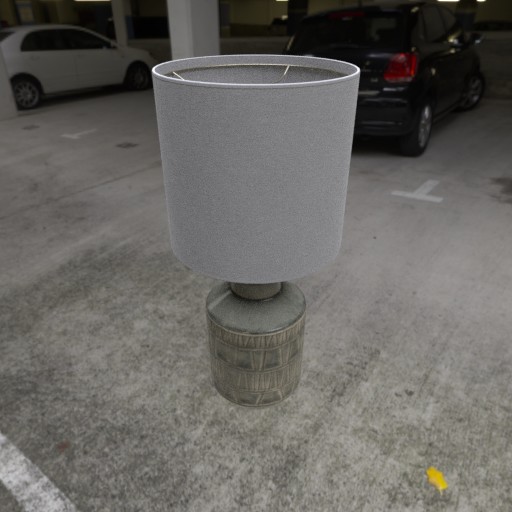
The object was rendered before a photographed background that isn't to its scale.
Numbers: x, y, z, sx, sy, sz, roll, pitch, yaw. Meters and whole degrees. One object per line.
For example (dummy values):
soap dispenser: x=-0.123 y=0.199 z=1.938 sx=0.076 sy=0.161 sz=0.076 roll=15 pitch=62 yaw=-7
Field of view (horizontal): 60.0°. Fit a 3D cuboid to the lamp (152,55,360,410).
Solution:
lamp: x=0.000 y=0.000 z=0.574 sx=0.211 sy=0.455 sz=0.211 roll=21 pitch=37 yaw=31
